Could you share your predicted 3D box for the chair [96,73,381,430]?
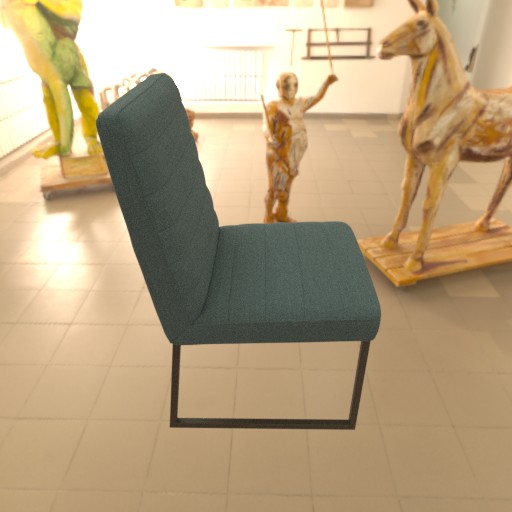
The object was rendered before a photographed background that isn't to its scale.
[{"bbox_3d":[0.000,0.000,1.287,0.634,0.930,0.520,0,31,1],"label":"chair"}]
